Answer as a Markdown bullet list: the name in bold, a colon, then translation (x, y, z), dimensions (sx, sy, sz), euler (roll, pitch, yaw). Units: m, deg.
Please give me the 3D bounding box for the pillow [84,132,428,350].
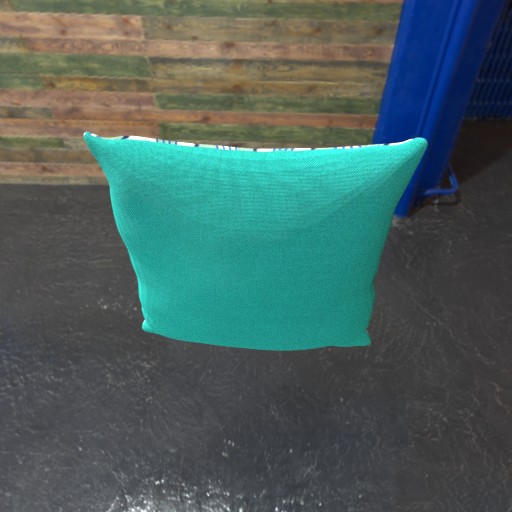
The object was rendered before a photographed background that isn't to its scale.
- **pillow**: translation (0.000, 0.000, 0.705), dimensions (0.440, 0.441, 0.182), euler (3, 46, 2)
